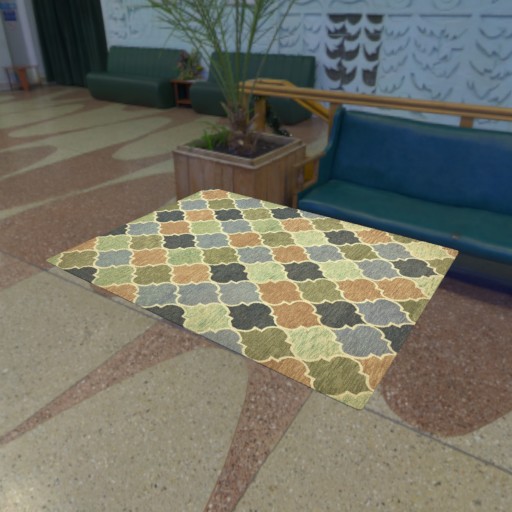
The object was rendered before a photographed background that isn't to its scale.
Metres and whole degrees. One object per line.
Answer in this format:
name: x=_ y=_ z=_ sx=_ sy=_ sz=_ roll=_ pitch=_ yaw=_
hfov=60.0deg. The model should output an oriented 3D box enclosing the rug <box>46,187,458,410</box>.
rug: x=0.000 y=0.000 z=4.300 sx=3.200 sy=0.013 sz=2.439 roll=18 pitch=34 yaw=30
